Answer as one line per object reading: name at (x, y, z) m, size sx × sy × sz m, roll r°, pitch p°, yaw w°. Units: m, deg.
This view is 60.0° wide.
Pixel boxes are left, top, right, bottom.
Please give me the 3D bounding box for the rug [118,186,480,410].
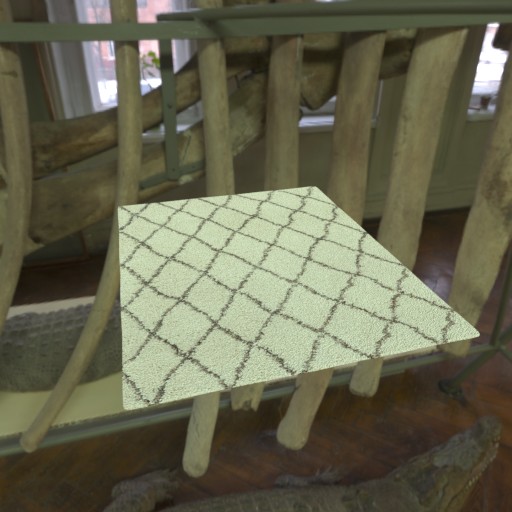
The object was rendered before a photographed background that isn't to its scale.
rug at (0.000, 0.000, 4.101) m, size 2.438 × 0.029 × 3.047 m, roll -8°, pitch 30°, yaw -14°
